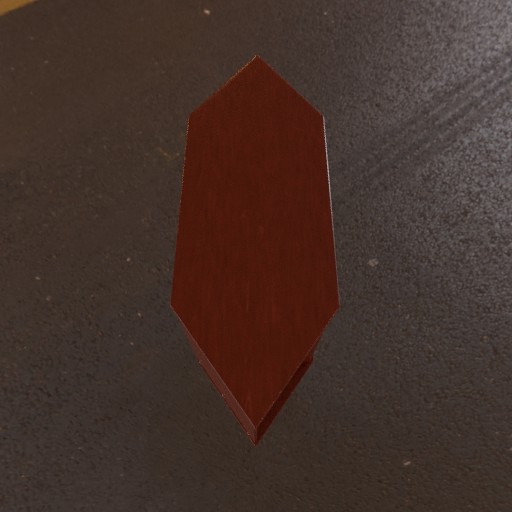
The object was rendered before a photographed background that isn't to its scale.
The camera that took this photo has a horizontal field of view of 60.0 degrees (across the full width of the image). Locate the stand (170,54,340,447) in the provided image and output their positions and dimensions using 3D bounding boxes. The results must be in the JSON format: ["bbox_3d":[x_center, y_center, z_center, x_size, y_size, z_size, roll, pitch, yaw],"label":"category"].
[{"bbox_3d":[0.000,0.000,1.385,0.381,0.614,1.072,0,63,0],"label":"stand"}]
